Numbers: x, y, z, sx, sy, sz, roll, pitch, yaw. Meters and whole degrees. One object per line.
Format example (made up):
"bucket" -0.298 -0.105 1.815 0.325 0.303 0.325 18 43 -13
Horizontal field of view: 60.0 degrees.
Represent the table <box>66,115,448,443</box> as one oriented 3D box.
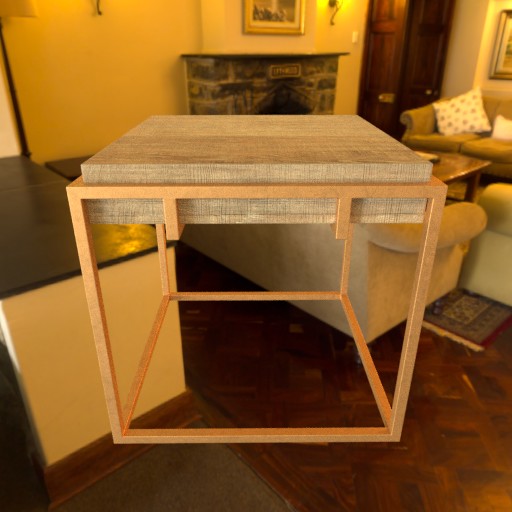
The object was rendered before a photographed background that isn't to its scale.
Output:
"table" 0.000 0.000 1.077 0.599 0.584 0.599 0 25 0
